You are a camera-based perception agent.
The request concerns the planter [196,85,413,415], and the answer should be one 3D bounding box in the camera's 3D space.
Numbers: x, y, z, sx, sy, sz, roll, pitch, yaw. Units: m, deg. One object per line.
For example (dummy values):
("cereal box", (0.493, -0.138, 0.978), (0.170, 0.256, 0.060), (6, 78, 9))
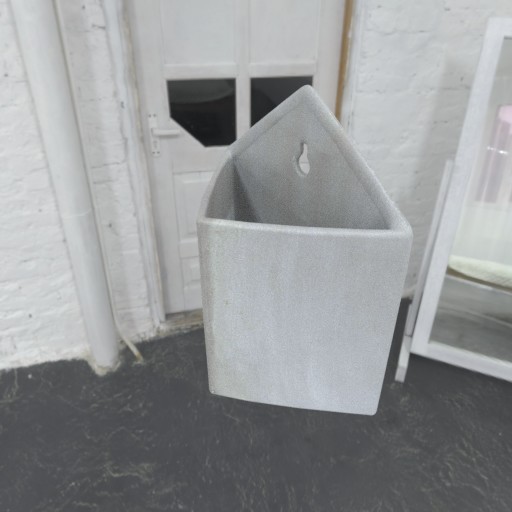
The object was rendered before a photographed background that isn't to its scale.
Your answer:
("planter", (0.000, 0.000, 0.276), (0.080, 0.194, 0.163), (-22, 38, -31))
